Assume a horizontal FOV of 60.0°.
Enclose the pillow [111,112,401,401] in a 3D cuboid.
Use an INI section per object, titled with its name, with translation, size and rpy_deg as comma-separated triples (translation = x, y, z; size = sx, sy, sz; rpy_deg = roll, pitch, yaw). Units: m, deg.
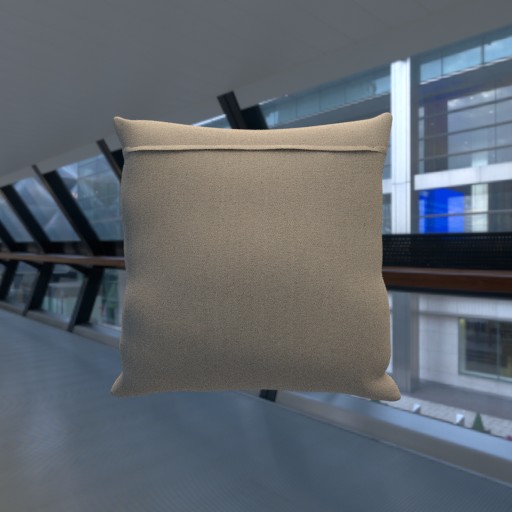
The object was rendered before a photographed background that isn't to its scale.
[pillow]
translation = 0.000, 0.000, 0.681
size = 0.440, 0.441, 0.182
rpy_deg = 0, 0, 0
